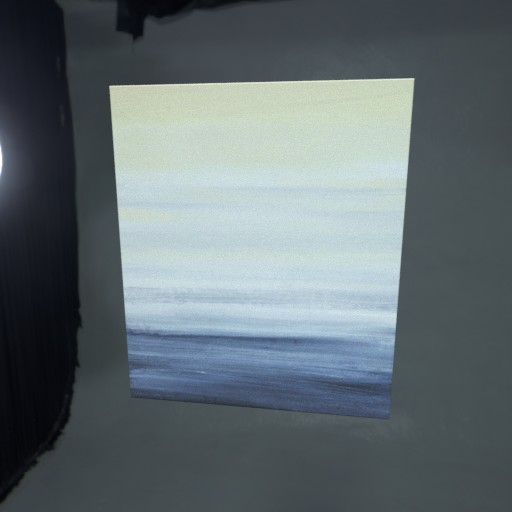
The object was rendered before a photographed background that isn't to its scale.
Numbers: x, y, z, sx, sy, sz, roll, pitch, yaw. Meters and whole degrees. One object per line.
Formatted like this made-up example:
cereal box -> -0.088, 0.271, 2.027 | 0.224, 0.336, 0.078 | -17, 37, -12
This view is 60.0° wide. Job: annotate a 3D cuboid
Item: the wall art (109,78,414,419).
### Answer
wall art -> 0.000, 0.000, 0.700 | 0.435, 0.511, 0.037 | 2, 13, 9
